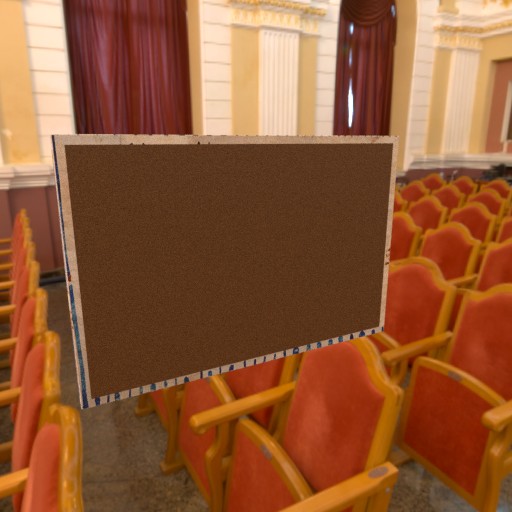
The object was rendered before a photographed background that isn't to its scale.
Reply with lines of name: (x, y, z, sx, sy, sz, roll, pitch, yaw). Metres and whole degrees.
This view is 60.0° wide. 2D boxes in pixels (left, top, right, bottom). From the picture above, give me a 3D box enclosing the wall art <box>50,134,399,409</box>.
wall art: (0.000, 0.000, 1.159, 0.919, 0.609, 0.030, -8, 17, -27)
